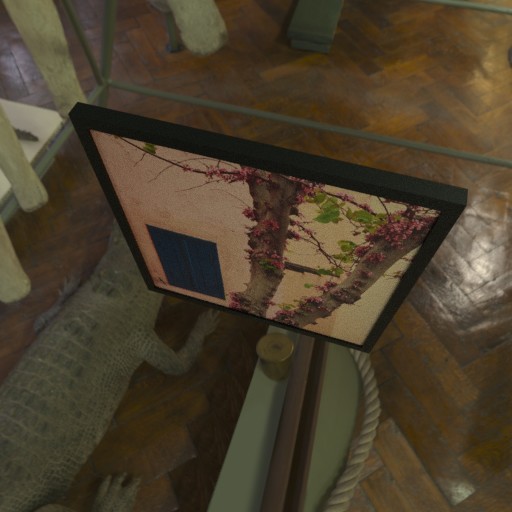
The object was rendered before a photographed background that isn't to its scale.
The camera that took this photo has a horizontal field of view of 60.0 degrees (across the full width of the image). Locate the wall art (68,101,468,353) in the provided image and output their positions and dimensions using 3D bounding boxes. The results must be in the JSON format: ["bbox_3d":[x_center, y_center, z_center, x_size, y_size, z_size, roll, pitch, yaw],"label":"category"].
[{"bbox_3d":[0.000,0.000,1.146,0.762,0.762,0.038,15,60,9],"label":"wall art"}]
